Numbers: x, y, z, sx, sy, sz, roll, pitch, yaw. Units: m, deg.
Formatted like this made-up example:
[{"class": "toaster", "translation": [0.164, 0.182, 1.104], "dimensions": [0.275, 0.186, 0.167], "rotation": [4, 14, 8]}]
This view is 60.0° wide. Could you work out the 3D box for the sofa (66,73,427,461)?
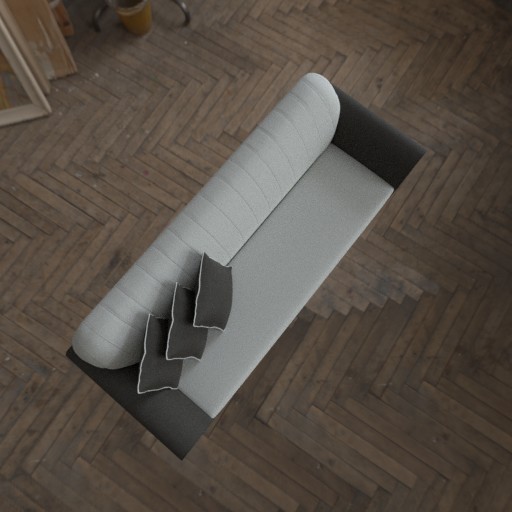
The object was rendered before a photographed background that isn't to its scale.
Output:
[{"class": "sofa", "translation": [0.000, 0.000, 2.448], "dimensions": [0.755, 0.787, 2.001], "rotation": [38, 80, 8]}]
